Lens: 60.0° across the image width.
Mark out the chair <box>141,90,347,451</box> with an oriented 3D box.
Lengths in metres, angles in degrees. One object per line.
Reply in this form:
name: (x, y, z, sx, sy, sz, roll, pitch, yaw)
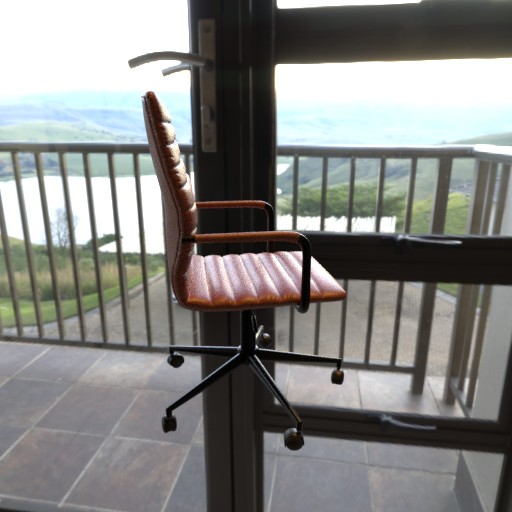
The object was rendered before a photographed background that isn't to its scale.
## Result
chair: (0.000, 0.000, 1.283, 0.578, 0.878, 0.600, -3, 17, -9)
